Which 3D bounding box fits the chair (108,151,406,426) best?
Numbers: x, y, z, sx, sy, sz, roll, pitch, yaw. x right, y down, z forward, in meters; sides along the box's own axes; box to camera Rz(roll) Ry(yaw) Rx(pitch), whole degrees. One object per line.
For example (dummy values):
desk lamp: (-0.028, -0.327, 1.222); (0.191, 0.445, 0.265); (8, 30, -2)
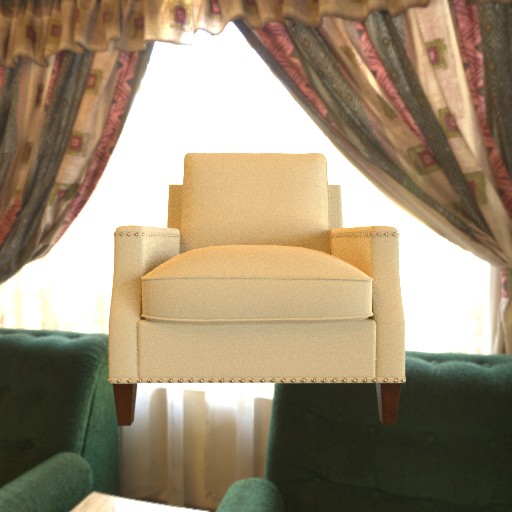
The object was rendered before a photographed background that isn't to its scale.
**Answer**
chair: (0.000, 0.000, 1.715); (0.853, 0.943, 1.014); (0, 2, 0)
